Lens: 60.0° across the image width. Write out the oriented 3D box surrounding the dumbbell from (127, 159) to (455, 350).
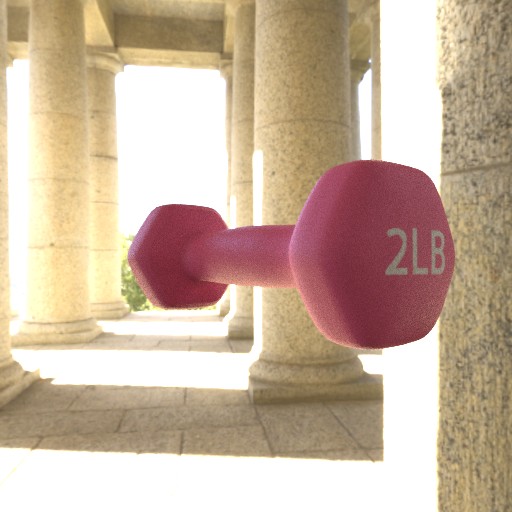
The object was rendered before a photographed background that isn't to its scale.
[{"bbox_3d":[0.000,0.000,0.177,0.058,0.053,0.146,0,-1,-36],"label":"dumbbell"}]
